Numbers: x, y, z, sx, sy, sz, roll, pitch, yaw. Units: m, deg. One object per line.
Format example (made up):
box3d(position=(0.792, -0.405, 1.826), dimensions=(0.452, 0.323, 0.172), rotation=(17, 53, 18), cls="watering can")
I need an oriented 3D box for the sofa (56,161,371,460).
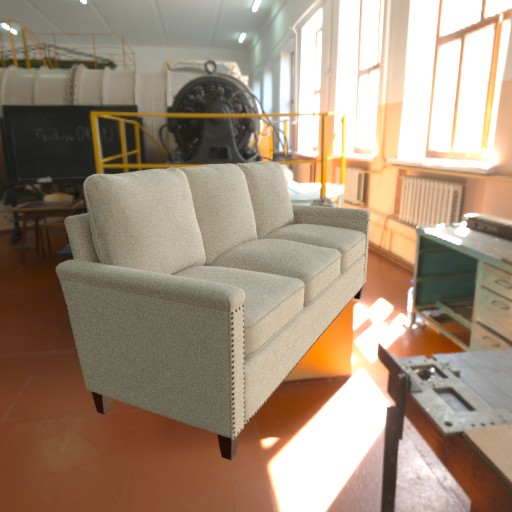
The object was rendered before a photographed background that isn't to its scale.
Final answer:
box3d(position=(0.000, 0.000, 2.385), dimensions=(0.828, 0.961, 1.925), rotation=(7, 16, 26), cls="sofa")
